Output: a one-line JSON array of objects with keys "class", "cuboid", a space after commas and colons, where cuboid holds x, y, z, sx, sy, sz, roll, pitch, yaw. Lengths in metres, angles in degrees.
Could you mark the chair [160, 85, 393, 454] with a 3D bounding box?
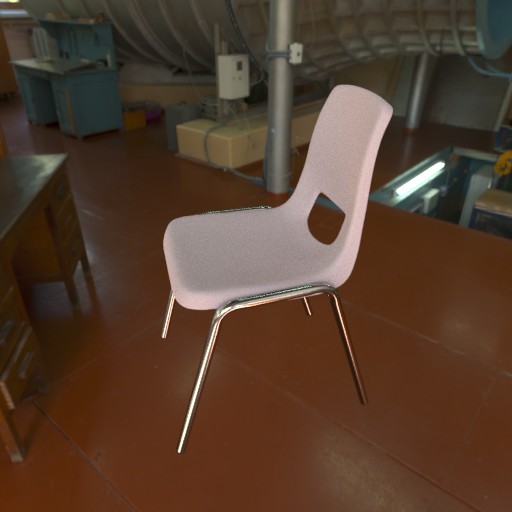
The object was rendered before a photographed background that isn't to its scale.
[{"class": "chair", "cuboid": [0.000, 0.000, 0.936, 0.436, 0.653, 0.381, -8, 31, -13]}]
